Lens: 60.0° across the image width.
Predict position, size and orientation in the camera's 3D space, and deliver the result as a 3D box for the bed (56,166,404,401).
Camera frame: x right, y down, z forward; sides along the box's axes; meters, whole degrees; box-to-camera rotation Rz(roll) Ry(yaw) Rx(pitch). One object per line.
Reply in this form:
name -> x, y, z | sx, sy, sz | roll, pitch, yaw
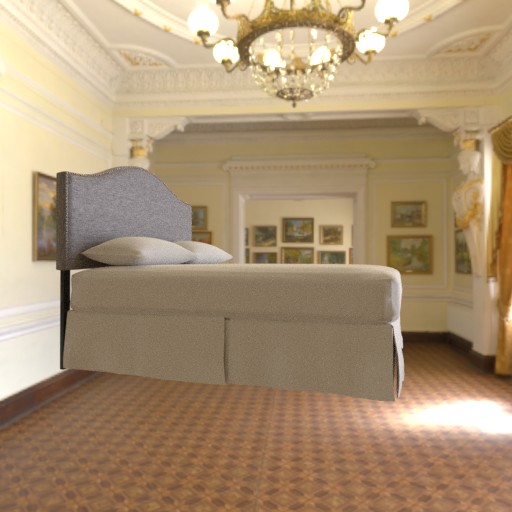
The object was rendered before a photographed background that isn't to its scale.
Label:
bed -> 0.000, 0.000, 2.960 | 1.870, 1.295, 1.610 | 0, -1, 18
